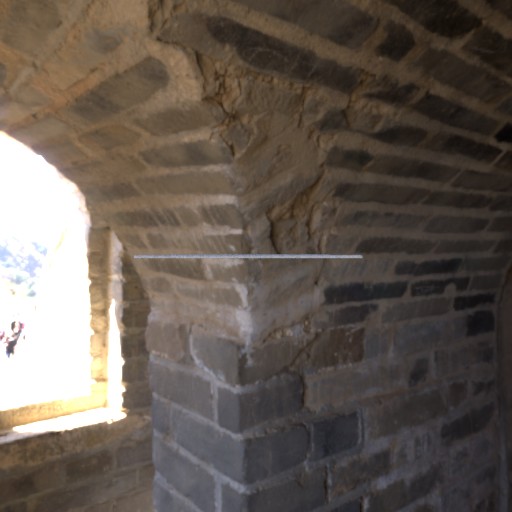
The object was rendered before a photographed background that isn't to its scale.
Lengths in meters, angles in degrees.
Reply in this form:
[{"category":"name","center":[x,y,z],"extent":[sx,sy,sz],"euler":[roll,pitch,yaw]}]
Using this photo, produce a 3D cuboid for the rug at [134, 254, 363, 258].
[{"category":"rug","center":[0.000,0.000,2.673],"extent":[0.759,0.012,2.430],"euler":[0,0,1]}]
